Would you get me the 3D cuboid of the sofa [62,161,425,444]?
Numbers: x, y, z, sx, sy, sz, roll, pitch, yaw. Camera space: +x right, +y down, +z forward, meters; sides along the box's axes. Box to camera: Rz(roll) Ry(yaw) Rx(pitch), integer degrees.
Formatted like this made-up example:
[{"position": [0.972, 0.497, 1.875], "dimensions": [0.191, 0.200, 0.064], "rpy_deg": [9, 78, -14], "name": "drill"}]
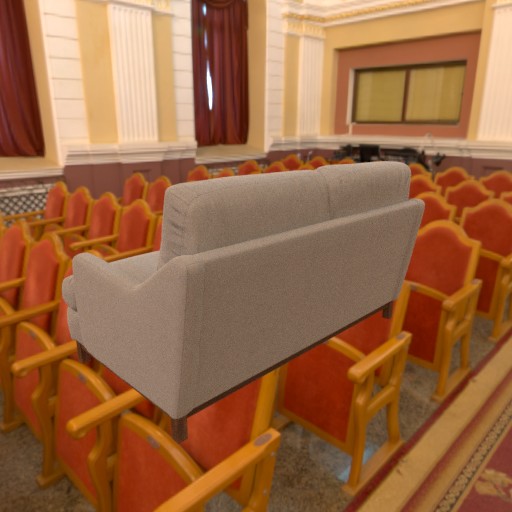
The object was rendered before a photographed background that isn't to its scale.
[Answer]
[{"position": [0.000, 0.000, 2.208], "dimensions": [0.987, 0.921, 1.589], "rpy_deg": [16, 23, 43], "name": "sofa"}]
